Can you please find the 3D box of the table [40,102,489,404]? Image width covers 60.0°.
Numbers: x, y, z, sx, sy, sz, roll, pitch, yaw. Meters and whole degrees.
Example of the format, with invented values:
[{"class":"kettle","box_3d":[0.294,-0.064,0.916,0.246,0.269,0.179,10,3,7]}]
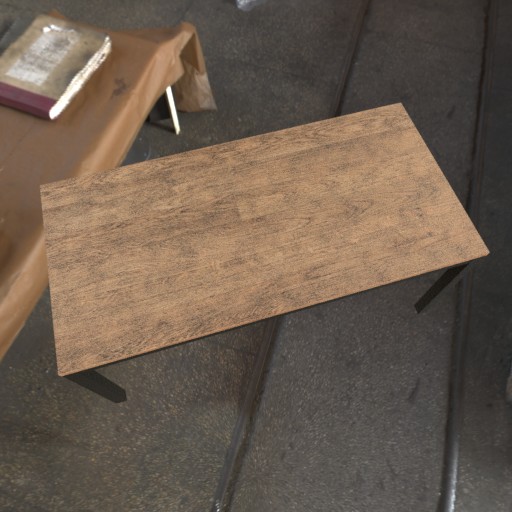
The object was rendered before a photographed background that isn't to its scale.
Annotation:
[{"class":"table","box_3d":[0.000,0.000,2.301,1.805,0.767,0.893,-15,65,-7]}]
